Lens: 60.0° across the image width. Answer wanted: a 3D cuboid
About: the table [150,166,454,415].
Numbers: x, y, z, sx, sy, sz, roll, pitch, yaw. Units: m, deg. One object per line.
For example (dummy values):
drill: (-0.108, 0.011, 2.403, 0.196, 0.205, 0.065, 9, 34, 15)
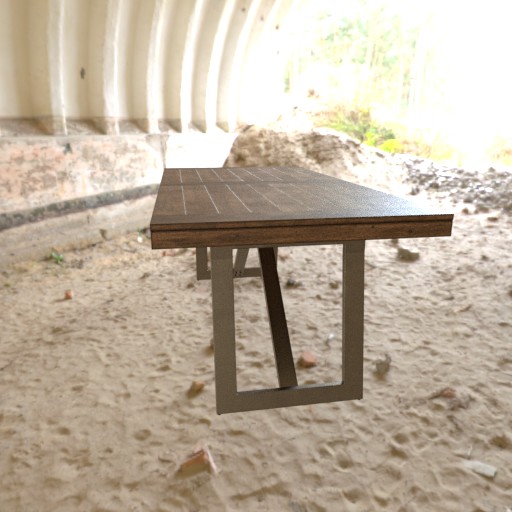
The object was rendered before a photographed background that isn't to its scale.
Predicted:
table: (0.000, 0.000, 2.299, 0.931, 0.757, 1.867, -3, 16, -10)
